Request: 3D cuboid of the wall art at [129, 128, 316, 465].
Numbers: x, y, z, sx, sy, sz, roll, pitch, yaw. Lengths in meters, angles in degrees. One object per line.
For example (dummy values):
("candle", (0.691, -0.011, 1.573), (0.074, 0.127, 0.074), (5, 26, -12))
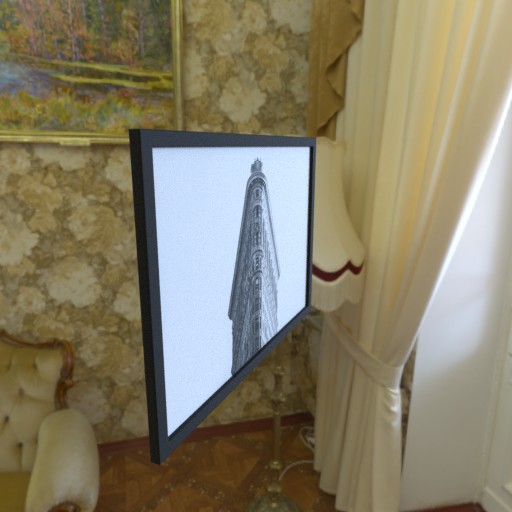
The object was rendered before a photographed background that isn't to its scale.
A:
("wall art", (0.000, 0.000, 1.251), (0.049, 0.659, 0.964), (7, 16, 26))
